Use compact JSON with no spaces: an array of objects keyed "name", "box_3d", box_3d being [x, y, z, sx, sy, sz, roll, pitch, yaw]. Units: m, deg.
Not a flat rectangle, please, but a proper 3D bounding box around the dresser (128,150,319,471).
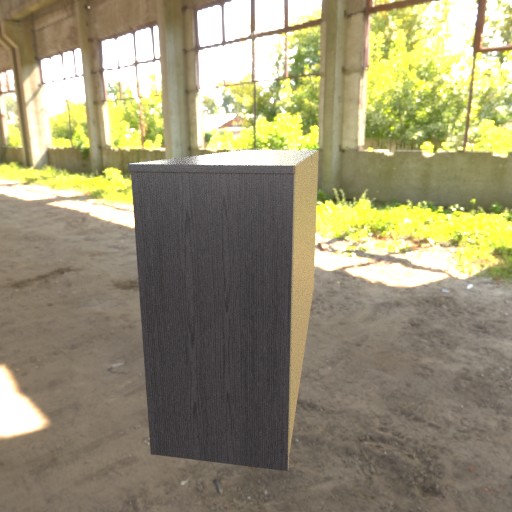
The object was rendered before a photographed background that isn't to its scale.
[{"name":"dresser","box_3d":[0.000,0.000,1.688,0.401,0.755,1.360,3,15,9]}]
